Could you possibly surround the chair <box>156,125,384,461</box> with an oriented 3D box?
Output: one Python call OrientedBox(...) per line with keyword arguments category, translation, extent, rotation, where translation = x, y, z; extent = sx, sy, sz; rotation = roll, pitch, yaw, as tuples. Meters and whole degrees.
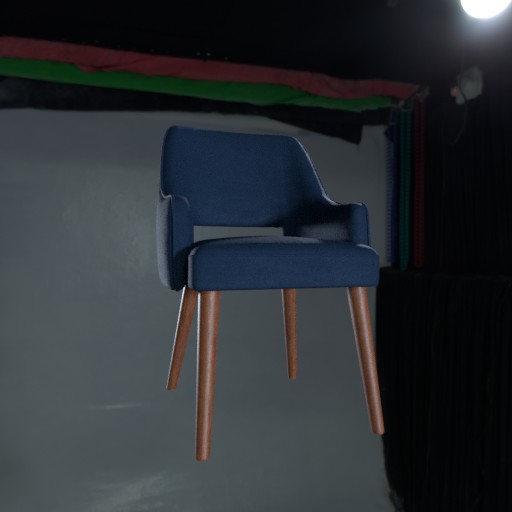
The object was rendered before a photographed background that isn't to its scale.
OrientedBox(category="chair", translation=(0.000, 0.000, 1.258), extent=(0.559, 0.844, 0.591), rotation=(0, 0, -19))
